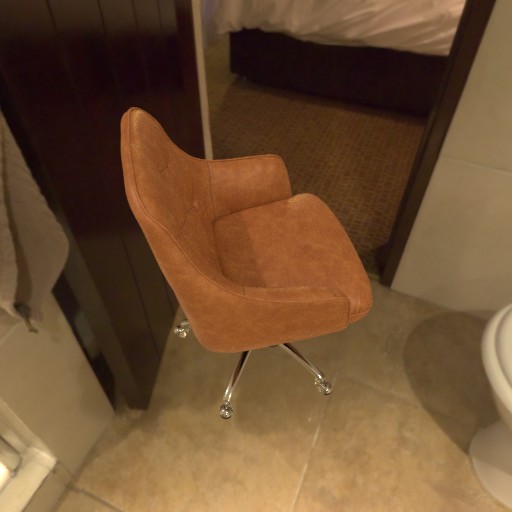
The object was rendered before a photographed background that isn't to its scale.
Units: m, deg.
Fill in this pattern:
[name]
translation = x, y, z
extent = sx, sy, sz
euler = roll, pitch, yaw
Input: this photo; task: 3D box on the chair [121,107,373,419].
[chair]
translation = 0.000, 0.000, 1.345
extent = 0.615, 0.909, 0.628
euler = -10, 48, -9
